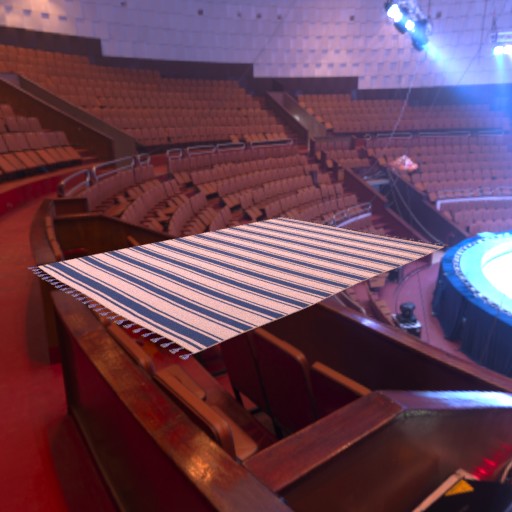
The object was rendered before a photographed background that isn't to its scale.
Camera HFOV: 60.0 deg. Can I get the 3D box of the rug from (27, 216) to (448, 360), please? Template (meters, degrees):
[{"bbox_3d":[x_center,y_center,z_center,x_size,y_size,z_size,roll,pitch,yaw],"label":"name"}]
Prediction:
[{"bbox_3d":[0.000,0.000,2.868,2.315,0.010,1.544,-15,22,-43],"label":"rug"}]
